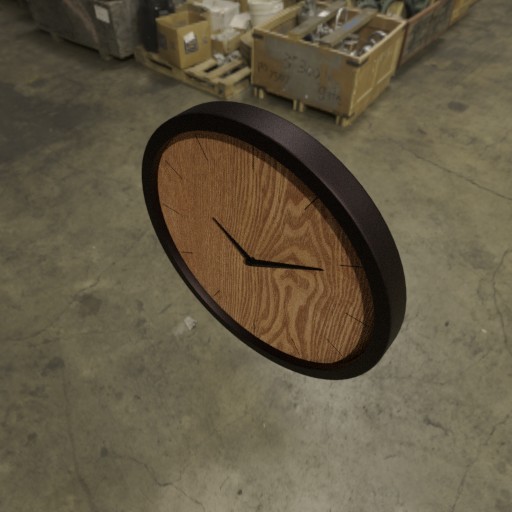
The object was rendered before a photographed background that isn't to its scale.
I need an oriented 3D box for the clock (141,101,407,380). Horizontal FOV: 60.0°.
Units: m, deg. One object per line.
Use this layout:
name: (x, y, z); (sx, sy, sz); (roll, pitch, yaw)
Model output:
clock: (0.000, 0.000, 0.457); (0.314, 0.314, 0.029); (31, 54, 26)
